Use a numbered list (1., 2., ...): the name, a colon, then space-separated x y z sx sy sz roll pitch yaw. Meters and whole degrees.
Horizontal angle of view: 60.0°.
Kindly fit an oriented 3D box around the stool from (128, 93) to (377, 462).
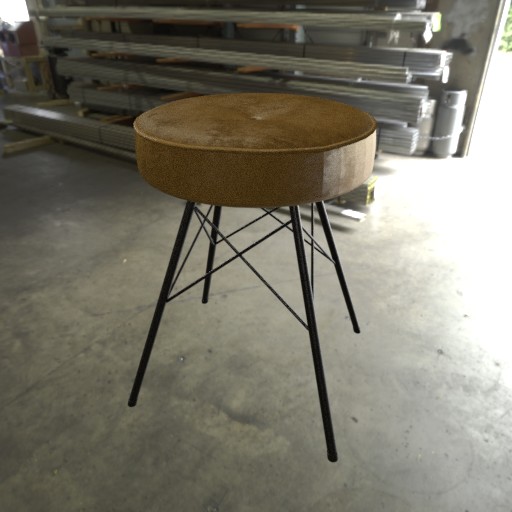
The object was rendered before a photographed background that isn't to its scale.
1. stool: 0.000 0.000 0.925 0.472 0.595 0.438 10 31 17
